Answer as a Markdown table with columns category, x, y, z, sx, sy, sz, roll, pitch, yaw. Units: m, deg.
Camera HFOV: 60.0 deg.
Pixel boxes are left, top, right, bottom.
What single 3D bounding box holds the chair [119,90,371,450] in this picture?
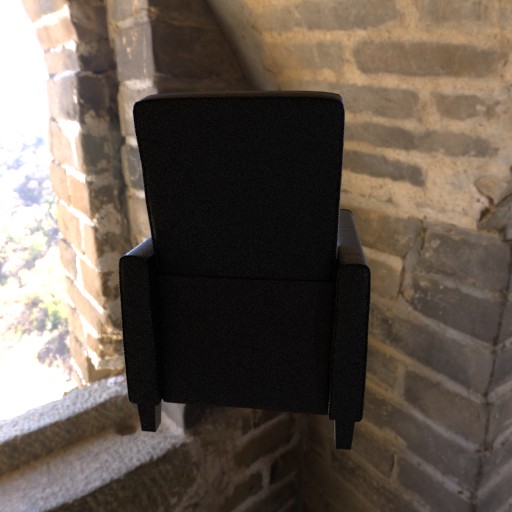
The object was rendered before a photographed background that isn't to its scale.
| category | x | y | z | sx | sy | sz | roll | pitch | yaw |
| --- | --- | --- | --- | --- | --- | --- | --- | --- | --- |
| chair | 0.000 | 0.000 | 1.519 | 0.705 | 1.013 | 0.746 | 2 | 16 | 7 |
